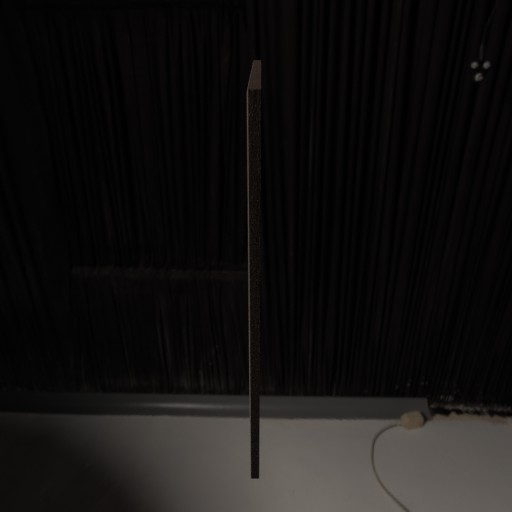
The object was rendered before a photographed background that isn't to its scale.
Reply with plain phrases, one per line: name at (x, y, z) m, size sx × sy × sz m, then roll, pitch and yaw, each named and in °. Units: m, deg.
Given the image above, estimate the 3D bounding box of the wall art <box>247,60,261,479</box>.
wall art at (0.000, 0.000, 0.655) m, size 0.013 × 0.508 × 0.359 m, roll 0°, pitch 27°, yaw 0°
